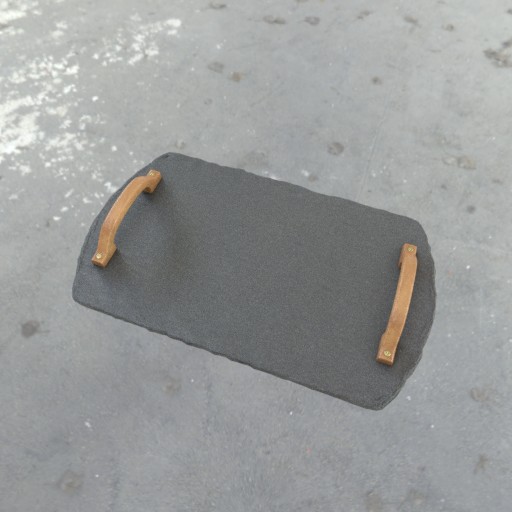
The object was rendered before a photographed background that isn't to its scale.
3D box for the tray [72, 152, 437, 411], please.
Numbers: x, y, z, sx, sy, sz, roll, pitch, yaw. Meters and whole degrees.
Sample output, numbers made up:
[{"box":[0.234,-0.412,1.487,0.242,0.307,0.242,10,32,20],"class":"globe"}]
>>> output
[{"box":[0.000,0.000,0.480,0.387,0.062,0.231,17,60,11],"class":"tray"}]
